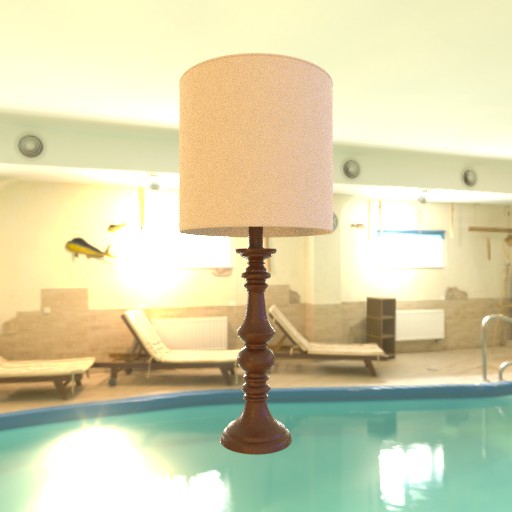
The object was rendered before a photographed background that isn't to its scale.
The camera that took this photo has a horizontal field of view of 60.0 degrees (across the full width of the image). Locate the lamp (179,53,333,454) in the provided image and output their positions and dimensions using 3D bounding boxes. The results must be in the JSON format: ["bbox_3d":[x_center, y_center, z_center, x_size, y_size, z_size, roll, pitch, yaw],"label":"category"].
[{"bbox_3d":[0.000,0.000,0.727,0.250,0.597,0.250,1,-1,-36],"label":"lamp"}]
